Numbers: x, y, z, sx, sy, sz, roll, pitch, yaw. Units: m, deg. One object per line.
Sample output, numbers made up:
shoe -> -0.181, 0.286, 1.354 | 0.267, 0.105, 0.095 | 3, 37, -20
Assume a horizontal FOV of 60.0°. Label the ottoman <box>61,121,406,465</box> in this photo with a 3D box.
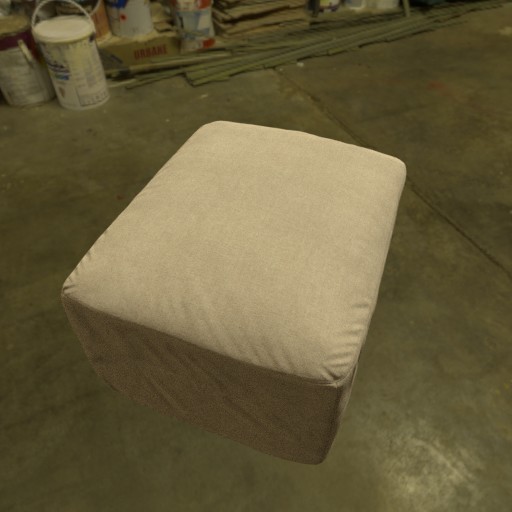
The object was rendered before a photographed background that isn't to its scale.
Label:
ottoman -> 0.000, 0.000, 1.247 | 0.683, 0.481, 0.837 | 15, 48, 14
